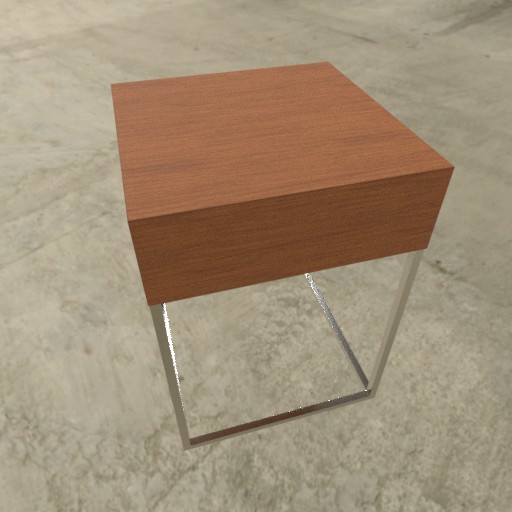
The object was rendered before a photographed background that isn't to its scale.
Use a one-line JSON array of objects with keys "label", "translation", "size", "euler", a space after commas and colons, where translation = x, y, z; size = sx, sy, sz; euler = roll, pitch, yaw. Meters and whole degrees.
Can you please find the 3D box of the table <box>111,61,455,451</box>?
[{"label": "table", "translation": [0.000, 0.000, 0.830], "size": [0.397, 0.540, 0.398], "euler": [-11, 43, -12]}]
